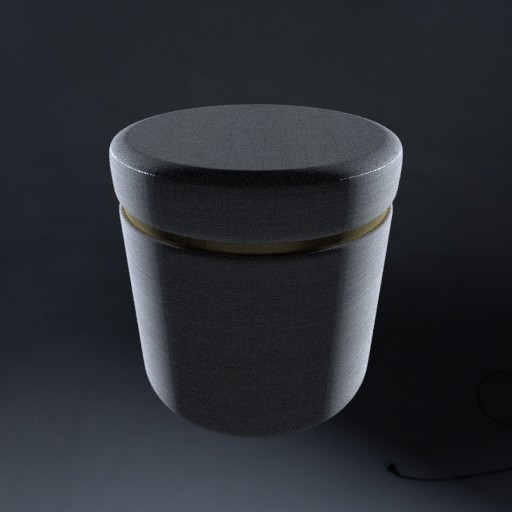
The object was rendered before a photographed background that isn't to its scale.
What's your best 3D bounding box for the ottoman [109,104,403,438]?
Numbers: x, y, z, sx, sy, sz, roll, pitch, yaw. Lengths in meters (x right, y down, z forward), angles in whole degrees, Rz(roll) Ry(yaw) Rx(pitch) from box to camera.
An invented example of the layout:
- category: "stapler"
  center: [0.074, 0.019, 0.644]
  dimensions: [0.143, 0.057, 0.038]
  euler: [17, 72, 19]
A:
- category: "ottoman"
  center: [0.000, 0.000, 0.716]
  dimensions: [0.400, 0.406, 0.400]
  euler: [0, 30, 0]
